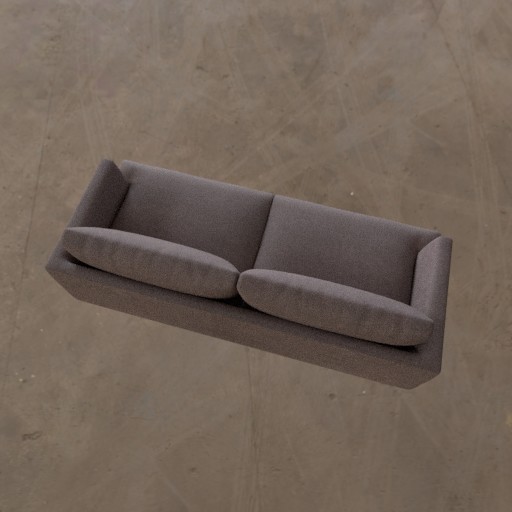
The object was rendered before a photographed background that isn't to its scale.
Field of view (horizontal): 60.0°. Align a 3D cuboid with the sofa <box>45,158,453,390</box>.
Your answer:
[{"bbox_3d":[0.000,0.000,2.797,2.250,0.868,1.020,14,65,7],"label":"sofa"}]
